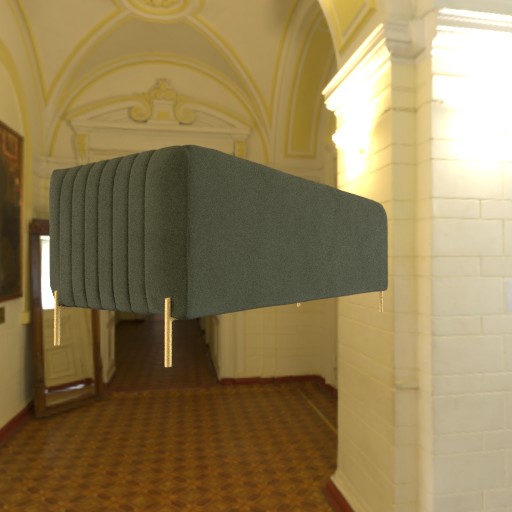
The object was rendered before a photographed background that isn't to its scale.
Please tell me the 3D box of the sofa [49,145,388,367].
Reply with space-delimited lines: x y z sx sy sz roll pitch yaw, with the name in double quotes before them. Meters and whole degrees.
"sofa" 0.000 0.000 2.596 0.896 0.793 2.137 -1 -1 35
